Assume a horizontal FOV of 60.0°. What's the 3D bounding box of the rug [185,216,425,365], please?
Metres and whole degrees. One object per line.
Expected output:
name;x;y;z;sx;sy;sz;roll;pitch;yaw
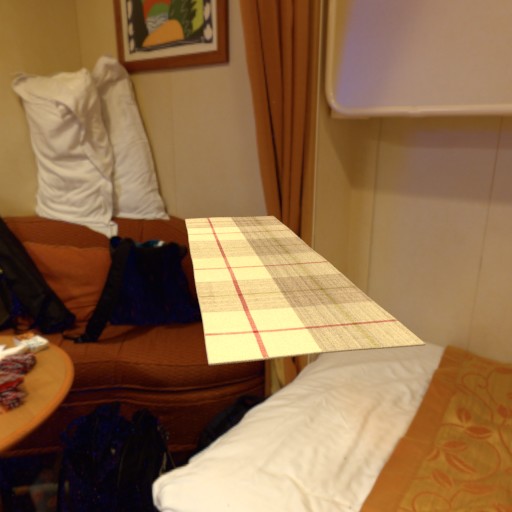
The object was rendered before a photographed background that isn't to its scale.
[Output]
rug;0.000;0.000;2.645;0.762;0.013;2.439;-3;16;-10
